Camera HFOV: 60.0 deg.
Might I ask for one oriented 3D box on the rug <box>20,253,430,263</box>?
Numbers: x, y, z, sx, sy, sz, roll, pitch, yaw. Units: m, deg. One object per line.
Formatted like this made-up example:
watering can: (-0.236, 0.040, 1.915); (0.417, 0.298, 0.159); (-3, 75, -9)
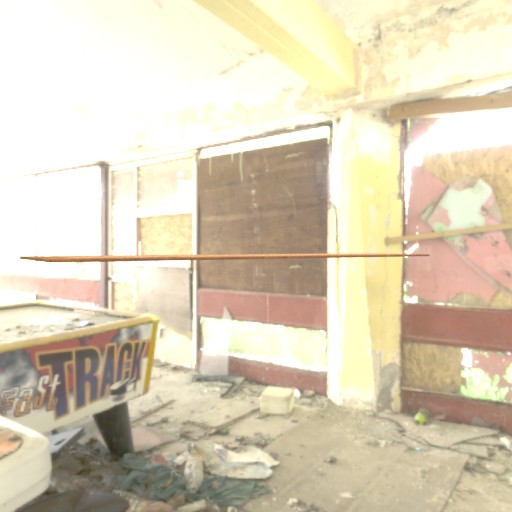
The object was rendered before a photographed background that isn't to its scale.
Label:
rug: (0.000, 0.000, 2.677); (2.439, 0.017, 0.764); (-1, 1, -36)
